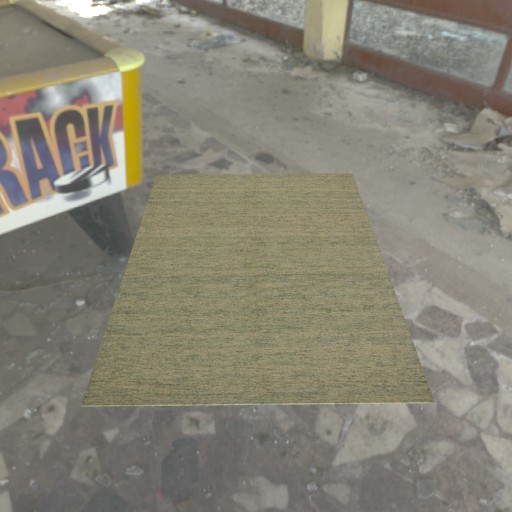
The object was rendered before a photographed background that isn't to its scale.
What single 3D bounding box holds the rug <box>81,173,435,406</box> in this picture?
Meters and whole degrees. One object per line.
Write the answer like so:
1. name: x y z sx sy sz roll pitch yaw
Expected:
1. rug: 0.000 0.000 4.279 2.437 0.014 3.201 0 40 0
